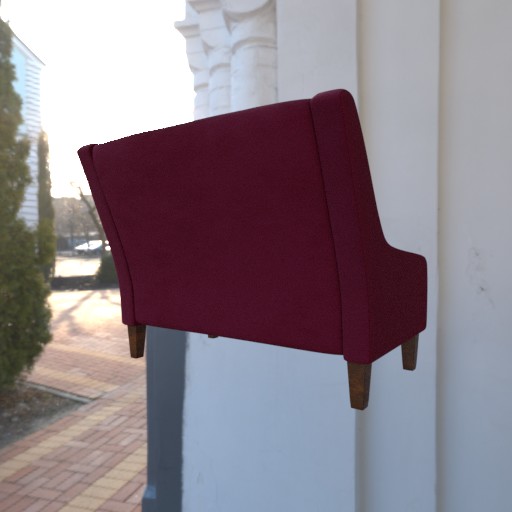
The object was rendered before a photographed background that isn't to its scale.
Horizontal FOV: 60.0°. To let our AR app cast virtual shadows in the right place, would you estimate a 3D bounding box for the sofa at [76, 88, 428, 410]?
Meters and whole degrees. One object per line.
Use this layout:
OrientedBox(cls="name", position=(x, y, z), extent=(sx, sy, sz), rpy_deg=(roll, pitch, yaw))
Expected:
OrientedBox(cls="sofa", position=(0.000, 0.000, 1.934), extent=(1.242, 0.976, 0.946), rpy_deg=(1, 2, 36))
